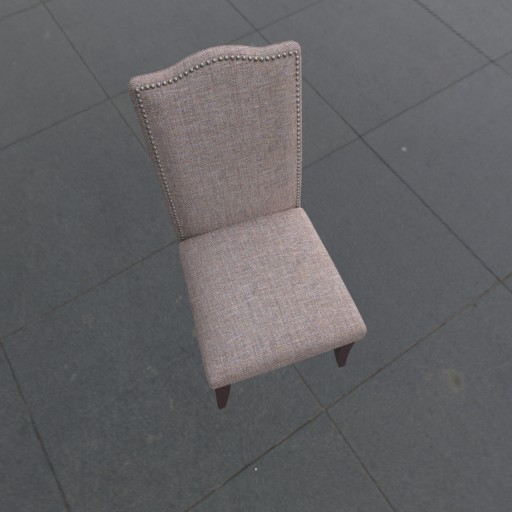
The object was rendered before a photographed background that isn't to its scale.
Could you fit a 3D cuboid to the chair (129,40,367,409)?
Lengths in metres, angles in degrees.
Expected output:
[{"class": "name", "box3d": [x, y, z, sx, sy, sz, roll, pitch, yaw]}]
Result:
[{"class": "chair", "box3d": [0.000, 0.000, 1.373, 0.513, 1.016, 0.660, -17, 65, -8]}]
